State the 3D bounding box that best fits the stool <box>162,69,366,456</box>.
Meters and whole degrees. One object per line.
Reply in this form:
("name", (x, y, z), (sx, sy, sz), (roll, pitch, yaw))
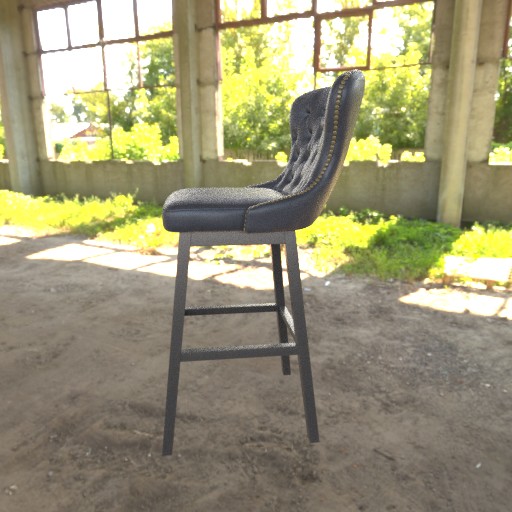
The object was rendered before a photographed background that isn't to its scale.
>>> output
("stool", (0.000, 0.000, 1.393), (0.601, 1.050, 0.528), (-2, 14, -7))
